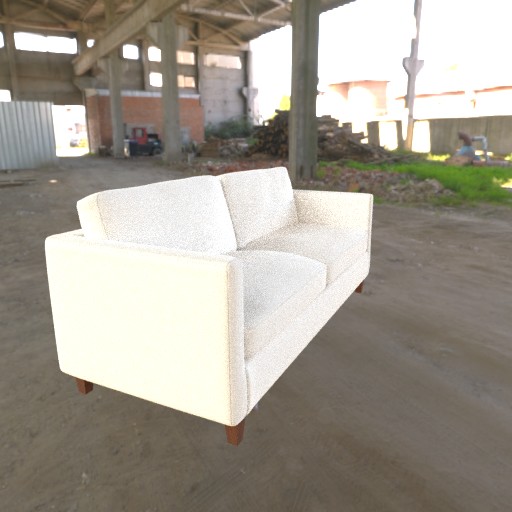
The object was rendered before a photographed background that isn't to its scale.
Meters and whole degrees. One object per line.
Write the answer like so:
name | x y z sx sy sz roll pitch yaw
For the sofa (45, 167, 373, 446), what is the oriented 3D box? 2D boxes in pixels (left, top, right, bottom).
sofa | 0.000 0.000 2.590 0.924 0.933 2.139 7 16 26
